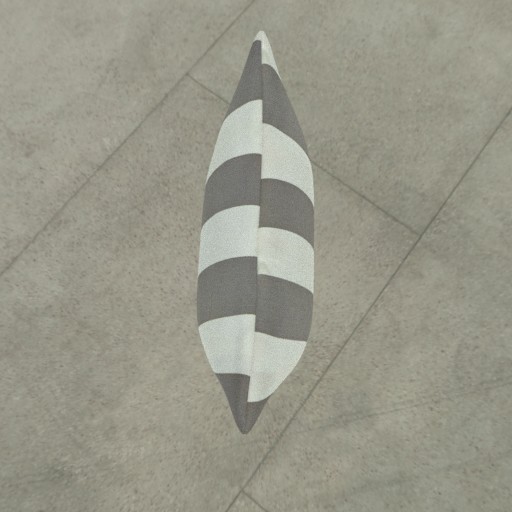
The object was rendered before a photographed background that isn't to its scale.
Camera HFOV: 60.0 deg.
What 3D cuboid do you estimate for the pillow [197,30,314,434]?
[{"bbox_3d":[0.000,0.000,0.786,0.192,0.507,0.522,2,76,1],"label":"pillow"}]
